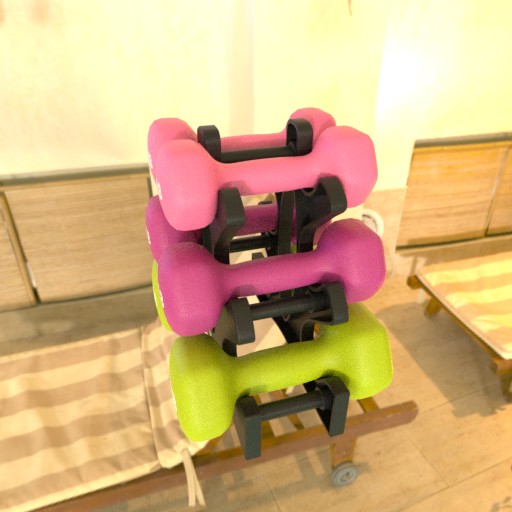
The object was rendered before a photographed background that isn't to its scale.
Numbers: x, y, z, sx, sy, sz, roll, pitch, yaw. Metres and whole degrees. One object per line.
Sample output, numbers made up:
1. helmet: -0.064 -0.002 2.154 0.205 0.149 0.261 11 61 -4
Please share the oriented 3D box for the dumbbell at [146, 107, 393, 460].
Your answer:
1. dumbbell: 0.000 0.000 0.442 0.203 0.261 0.257 -9 32 -15
